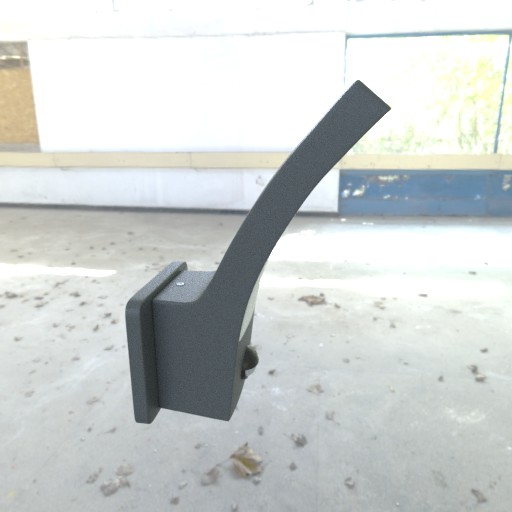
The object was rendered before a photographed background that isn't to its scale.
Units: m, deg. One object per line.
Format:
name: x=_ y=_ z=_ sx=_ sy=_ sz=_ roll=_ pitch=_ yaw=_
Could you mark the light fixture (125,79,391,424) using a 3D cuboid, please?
light fixture: x=0.000 y=0.000 z=0.334 sx=0.174 sy=0.243 sz=0.108 roll=3 pitch=17 yaw=9
